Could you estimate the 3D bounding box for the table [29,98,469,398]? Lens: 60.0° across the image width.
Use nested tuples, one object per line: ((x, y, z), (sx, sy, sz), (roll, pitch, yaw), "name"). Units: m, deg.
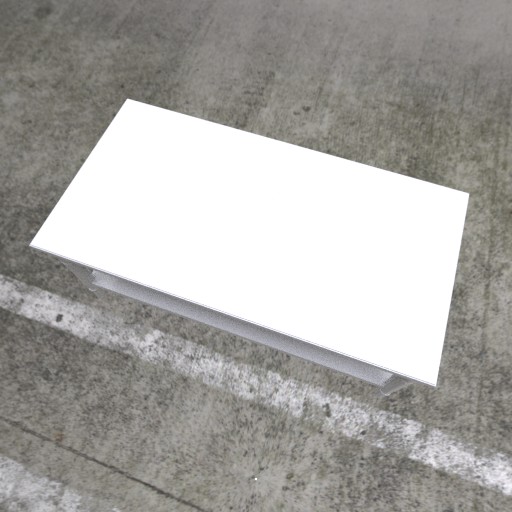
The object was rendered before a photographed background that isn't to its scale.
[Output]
((0.000, 0.000, 1.403), (1.067, 0.457, 0.559), (18, 65, 9), "table")
